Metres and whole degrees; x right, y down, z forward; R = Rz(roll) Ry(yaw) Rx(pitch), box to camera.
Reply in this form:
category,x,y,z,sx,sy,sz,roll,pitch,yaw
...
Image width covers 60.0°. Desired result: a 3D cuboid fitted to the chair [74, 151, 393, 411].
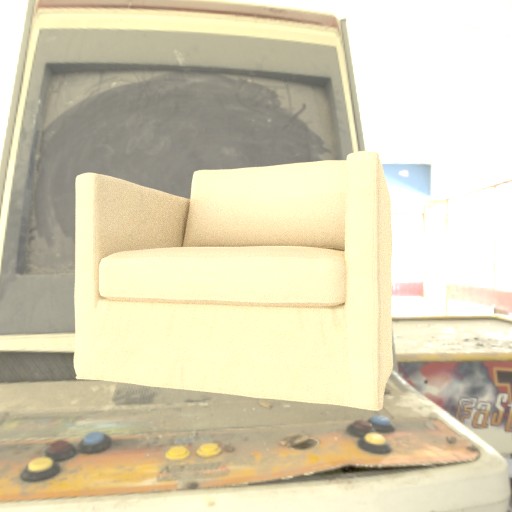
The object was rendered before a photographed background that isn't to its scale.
category,x,y,z,sx,sy,sz,roll,pitch,yaw
chair,0.000,0.000,1.797,1.057,0.851,0.947,0,-1,19
